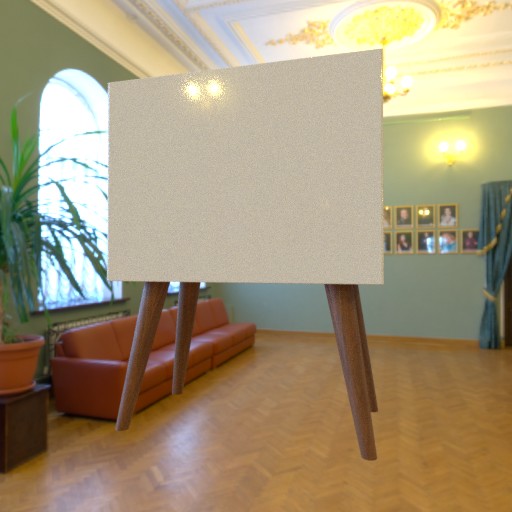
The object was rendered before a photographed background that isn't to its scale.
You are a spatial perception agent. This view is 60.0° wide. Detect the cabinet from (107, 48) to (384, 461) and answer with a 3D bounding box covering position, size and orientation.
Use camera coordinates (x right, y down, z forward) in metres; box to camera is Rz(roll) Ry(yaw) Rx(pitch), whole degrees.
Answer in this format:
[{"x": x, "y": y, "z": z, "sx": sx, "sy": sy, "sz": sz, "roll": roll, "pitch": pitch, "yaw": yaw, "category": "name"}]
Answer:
[{"x": 0.000, "y": 0.000, "z": 1.069, "sx": 0.591, "sy": 0.772, "sz": 0.344, "roll": 0, "pitch": -1, "yaw": 16, "category": "cabinet"}]
